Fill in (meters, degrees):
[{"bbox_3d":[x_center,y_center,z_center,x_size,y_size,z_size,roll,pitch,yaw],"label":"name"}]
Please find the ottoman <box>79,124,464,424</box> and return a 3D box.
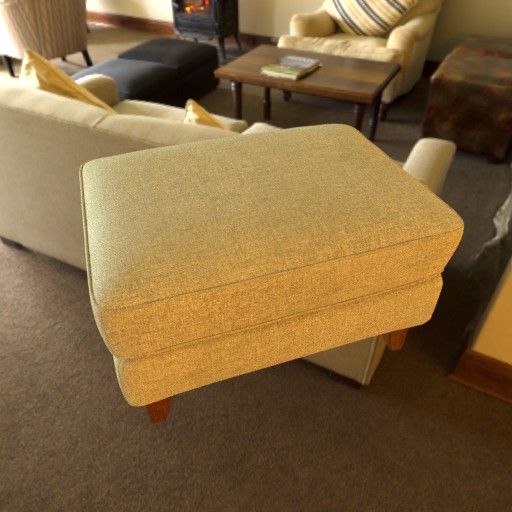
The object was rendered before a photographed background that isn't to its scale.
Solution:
[{"bbox_3d":[0.000,0.000,1.311,0.889,0.561,0.661,-13,42,-14],"label":"ottoman"}]
